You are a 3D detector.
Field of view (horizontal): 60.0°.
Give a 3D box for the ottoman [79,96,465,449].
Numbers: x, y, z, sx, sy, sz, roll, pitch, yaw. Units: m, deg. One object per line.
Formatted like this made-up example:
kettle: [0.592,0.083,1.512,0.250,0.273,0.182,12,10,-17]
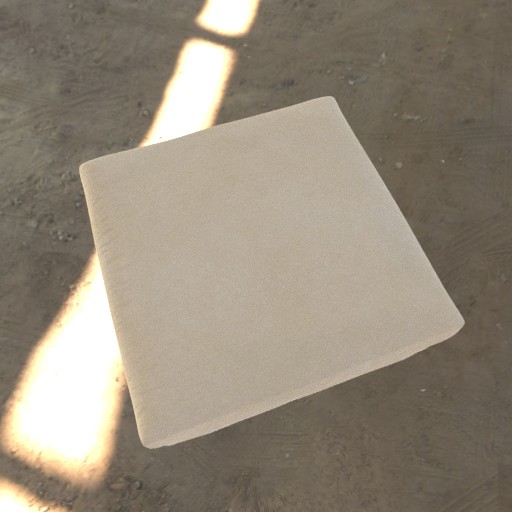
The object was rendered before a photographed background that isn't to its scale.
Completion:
ottoman: [0.000,0.000,1.862,1.205,0.522,1.190,-18,66,-8]
